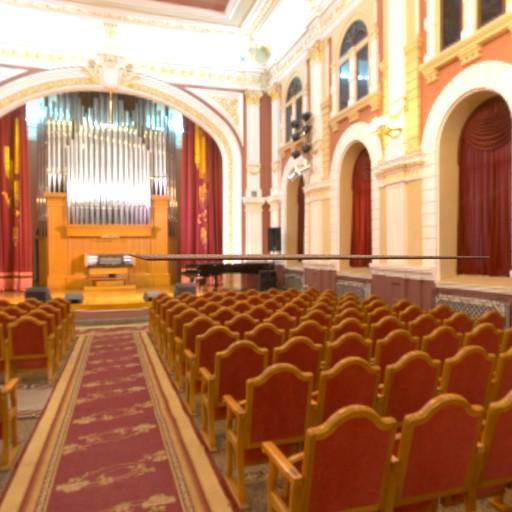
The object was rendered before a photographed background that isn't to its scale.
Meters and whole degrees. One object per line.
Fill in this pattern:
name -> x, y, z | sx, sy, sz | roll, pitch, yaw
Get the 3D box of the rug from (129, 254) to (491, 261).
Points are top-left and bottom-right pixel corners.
rug -> 0.000, 0.000, 2.870 | 1.524, 0.011, 2.286 | 0, 1, -17
